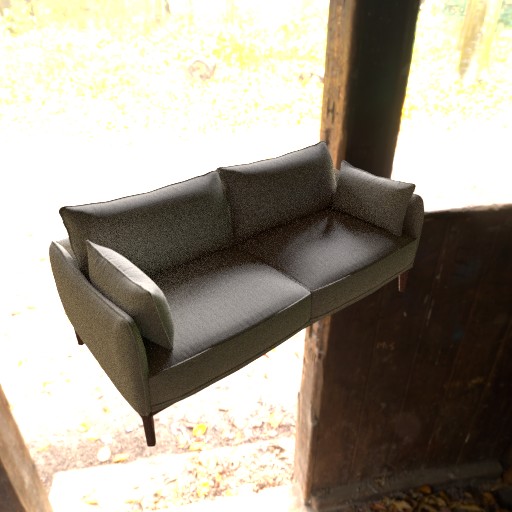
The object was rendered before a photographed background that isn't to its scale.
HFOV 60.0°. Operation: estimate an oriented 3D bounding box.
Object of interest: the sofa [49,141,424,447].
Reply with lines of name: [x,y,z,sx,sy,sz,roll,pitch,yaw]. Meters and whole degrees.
sofa: [0.000,0.000,2.532,1.989,0.860,0.991,-23,38,-33]
